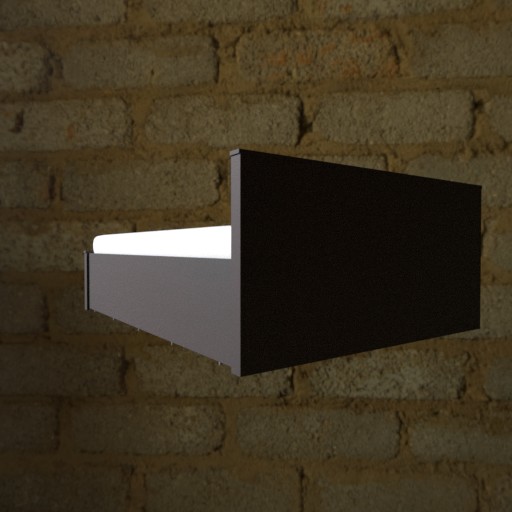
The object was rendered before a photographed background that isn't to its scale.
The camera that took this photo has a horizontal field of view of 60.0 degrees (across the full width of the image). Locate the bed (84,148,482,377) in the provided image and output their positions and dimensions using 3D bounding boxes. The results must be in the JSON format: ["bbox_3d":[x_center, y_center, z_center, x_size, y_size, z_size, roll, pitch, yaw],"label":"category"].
[{"bbox_3d":[0.000,0.000,2.891,1.634,0.808,2.103,-1,1,-35],"label":"bed"}]
